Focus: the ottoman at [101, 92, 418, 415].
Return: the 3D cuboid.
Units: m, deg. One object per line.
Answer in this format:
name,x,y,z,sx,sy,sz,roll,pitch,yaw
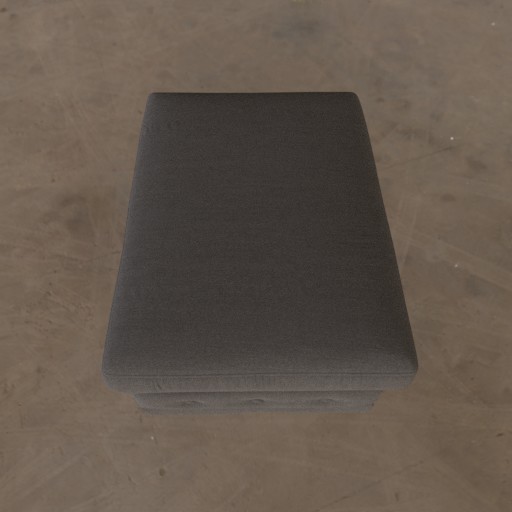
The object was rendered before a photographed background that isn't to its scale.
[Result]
ottoman,0.000,0.000,1.131,0.569,0.500,0.771,-1,57,0
